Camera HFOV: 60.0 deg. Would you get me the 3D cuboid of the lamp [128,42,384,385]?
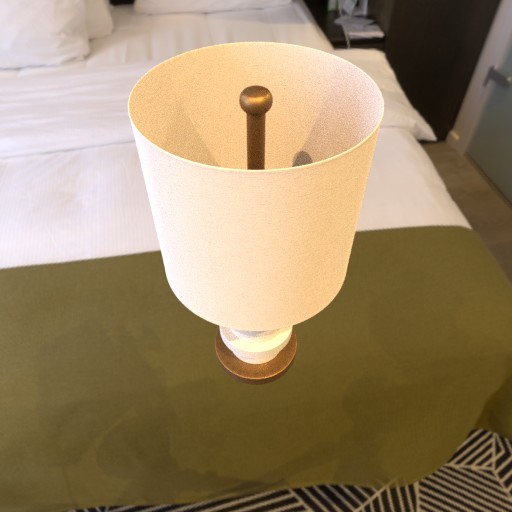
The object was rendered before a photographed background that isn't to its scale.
[{"bbox_3d":[0.000,0.000,0.517,0.210,0.410,0.210,-32,55,-26],"label":"lamp"}]
